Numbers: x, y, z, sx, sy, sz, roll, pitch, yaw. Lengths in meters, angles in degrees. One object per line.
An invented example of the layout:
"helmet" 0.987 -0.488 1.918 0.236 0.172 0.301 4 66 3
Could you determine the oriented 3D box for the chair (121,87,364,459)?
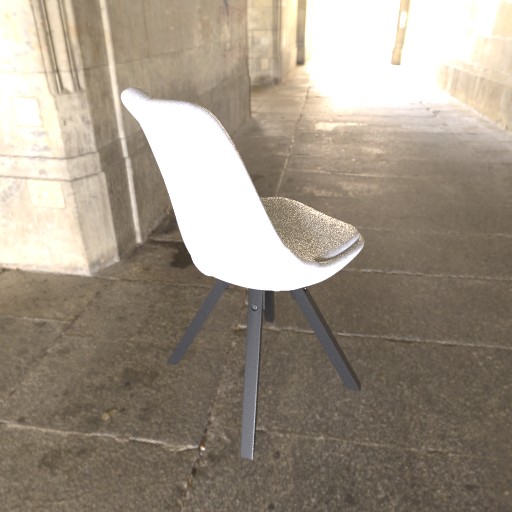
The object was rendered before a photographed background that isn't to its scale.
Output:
"chair" 0.000 0.000 1.168 0.550 0.850 0.485 -19 34 -32
